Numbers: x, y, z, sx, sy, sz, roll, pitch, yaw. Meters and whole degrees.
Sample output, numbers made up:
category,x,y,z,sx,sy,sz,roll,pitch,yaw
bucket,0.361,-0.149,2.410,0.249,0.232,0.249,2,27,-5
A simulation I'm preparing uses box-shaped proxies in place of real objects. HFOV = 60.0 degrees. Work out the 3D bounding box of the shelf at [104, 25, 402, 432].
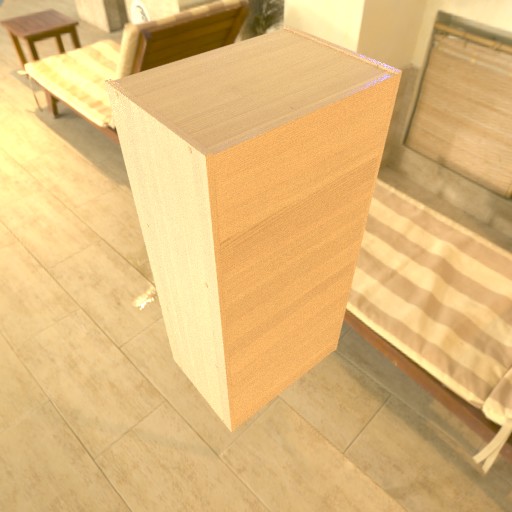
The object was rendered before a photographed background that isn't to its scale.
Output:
category,x,y,z,sx,sy,sz,roll,pitch,yaw
shelf,0.000,0.000,1.066,0.417,0.876,0.292,-31,53,-26
